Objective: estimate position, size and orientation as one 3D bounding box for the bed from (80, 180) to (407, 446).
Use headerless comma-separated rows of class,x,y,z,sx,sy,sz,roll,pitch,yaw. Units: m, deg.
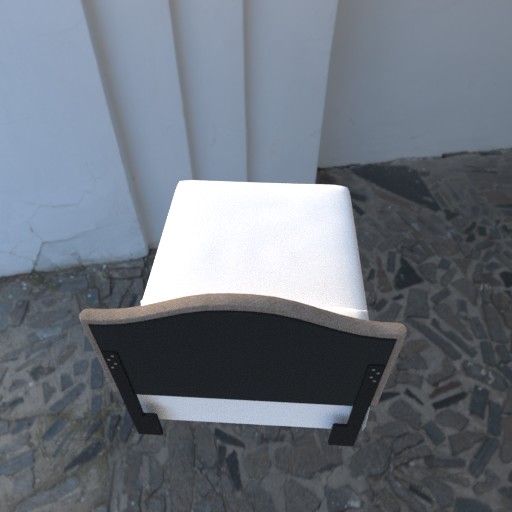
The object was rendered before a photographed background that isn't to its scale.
bed,0.000,0.000,3.329,1.713,1.518,2.153,2,46,2
